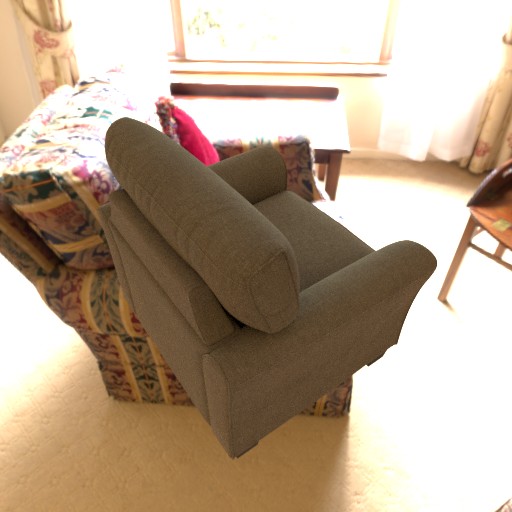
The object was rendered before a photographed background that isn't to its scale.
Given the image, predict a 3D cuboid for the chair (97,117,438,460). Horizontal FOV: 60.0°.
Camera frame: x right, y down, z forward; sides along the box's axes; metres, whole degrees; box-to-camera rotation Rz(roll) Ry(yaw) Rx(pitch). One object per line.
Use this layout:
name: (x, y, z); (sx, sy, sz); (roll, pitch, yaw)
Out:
chair: (0.000, 0.000, 1.611); (0.816, 0.890, 0.941); (-25, 48, -25)
